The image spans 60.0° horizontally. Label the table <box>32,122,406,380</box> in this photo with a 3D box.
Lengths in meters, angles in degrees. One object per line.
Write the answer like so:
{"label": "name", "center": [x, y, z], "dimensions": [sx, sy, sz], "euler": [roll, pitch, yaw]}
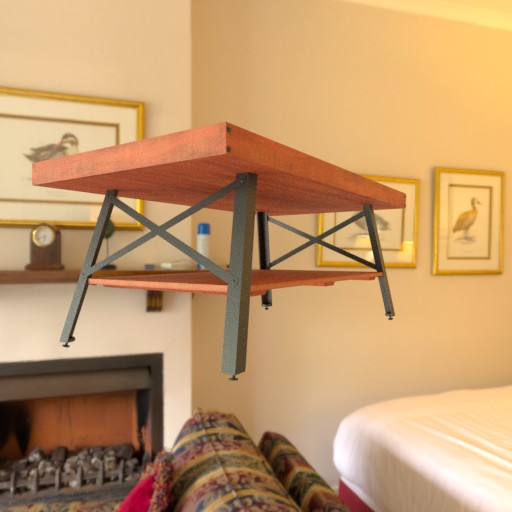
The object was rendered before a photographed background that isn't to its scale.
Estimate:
{"label": "table", "center": [0.000, 0.000, 1.360], "dimensions": [0.610, 0.457, 1.067], "euler": [0, 0, 34]}
